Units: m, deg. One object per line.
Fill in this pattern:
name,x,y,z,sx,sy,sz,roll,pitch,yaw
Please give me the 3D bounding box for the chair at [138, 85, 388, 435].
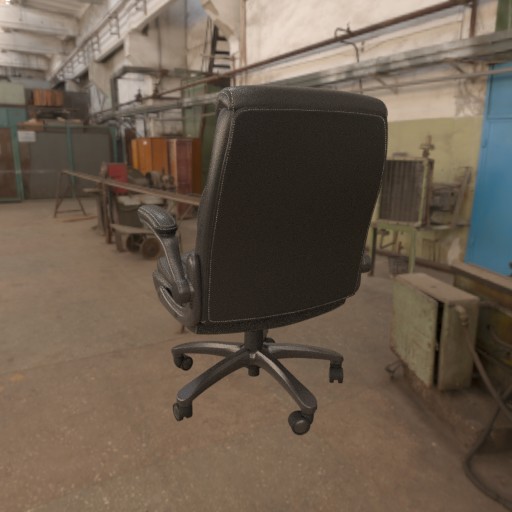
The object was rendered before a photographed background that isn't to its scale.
chair,0.000,0.000,1.638,0.782,1.110,0.724,-7,15,-28
